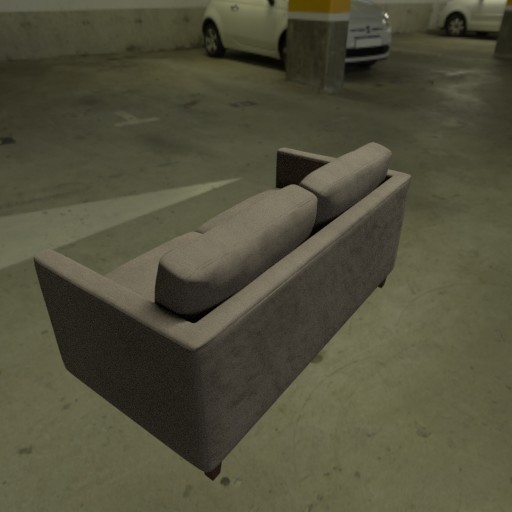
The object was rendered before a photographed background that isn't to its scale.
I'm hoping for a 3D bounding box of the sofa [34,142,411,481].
[{"bbox_3d":[0.000,0.000,2.349,0.950,0.963,1.884,21,37,31],"label":"sofa"}]
